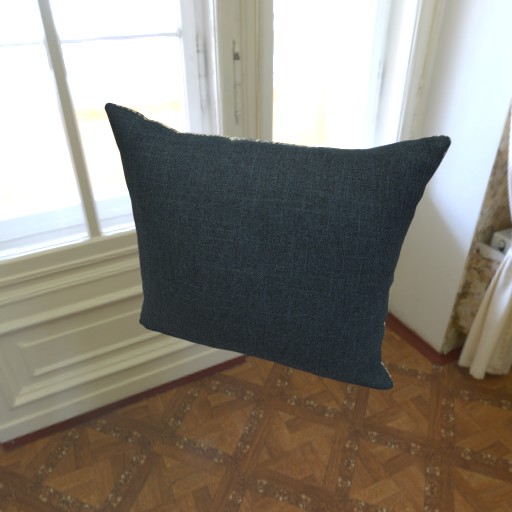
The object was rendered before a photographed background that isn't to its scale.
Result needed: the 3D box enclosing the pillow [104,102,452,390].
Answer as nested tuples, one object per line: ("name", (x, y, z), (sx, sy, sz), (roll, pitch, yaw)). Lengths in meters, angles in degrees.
("pillow", (0.000, 0.000, 0.782), (0.546, 0.487, 0.180), (11, 34, 16))
